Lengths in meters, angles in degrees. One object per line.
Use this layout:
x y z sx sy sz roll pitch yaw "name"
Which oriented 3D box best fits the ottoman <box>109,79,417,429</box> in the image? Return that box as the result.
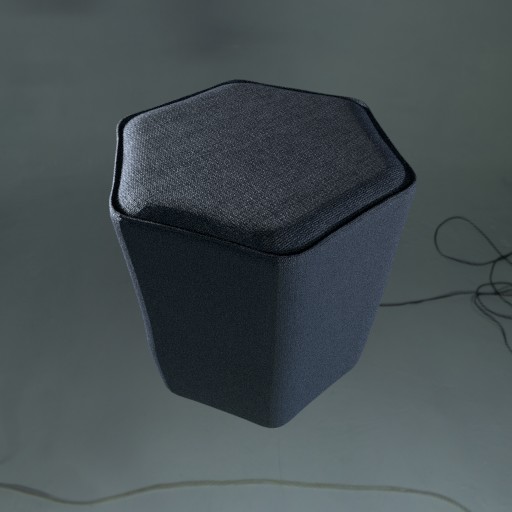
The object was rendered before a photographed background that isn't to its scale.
0.000 0.000 0.858 0.454 0.505 0.492 -4 46 -4 "ottoman"
